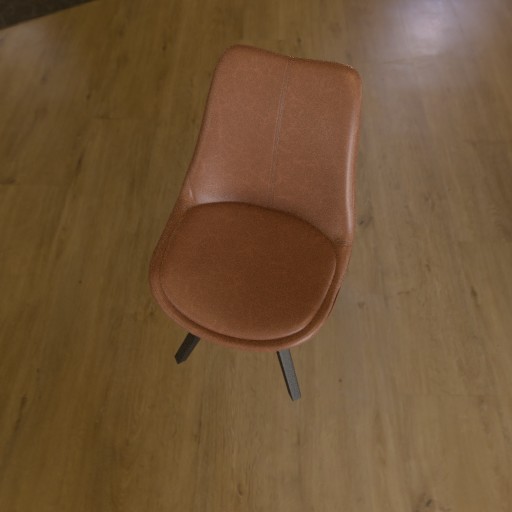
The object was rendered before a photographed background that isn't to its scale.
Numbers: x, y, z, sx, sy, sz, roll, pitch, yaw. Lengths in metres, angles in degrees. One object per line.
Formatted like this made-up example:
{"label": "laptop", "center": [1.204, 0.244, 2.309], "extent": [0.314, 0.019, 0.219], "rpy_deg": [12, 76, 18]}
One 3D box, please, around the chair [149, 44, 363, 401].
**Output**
{"label": "chair", "center": [0.000, 0.000, 1.181], "extent": [0.475, 0.850, 0.550], "rpy_deg": [15, 60, 9]}
